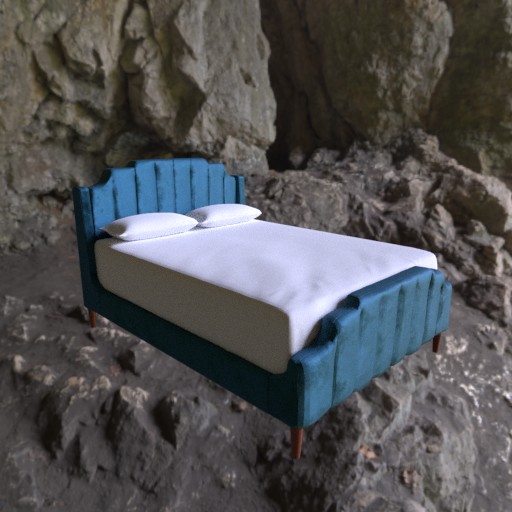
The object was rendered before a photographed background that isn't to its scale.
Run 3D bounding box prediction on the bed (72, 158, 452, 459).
[{"bbox_3d":[0.000,0.000,3.270,1.678,1.338,2.322,-14,20,-43],"label":"bed"}]
